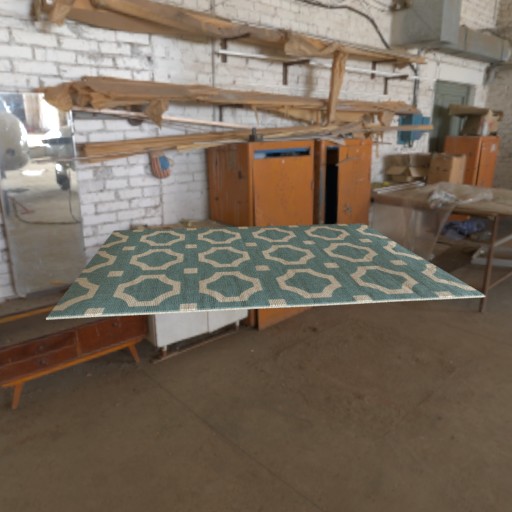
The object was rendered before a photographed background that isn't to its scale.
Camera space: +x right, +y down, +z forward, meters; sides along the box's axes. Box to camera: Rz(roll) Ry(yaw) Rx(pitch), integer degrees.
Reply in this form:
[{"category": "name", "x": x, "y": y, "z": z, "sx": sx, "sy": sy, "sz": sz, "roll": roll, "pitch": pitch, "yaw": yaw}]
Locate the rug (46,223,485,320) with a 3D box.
[{"category": "rug", "x": 0.000, "y": 0.000, "z": 4.208, "sx": 3.049, "sy": 0.021, "sz": 2.466, "roll": -2, "pitch": 17, "yaw": -7}]
